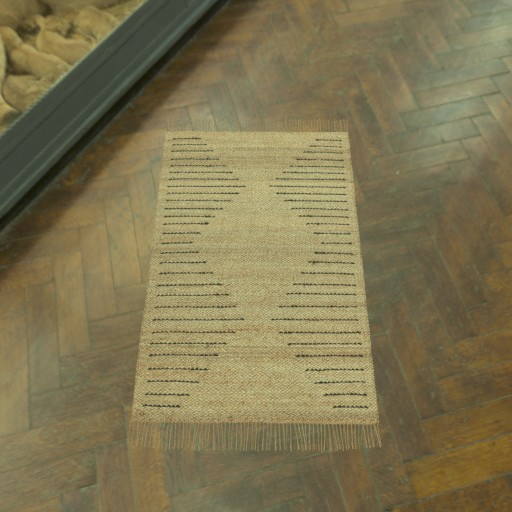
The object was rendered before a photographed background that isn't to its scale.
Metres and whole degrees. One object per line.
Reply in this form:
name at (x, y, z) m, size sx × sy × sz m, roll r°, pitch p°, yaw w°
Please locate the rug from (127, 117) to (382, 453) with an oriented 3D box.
rug at (0.000, 0.000, 2.564) m, size 1.224 × 0.027 × 2.085 m, roll 0°, pitch 64°, yaw 0°
